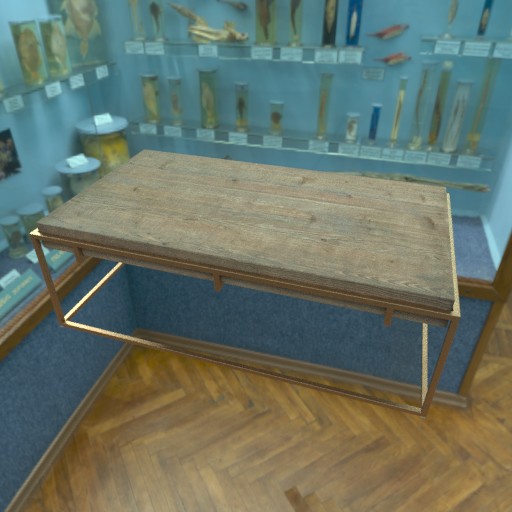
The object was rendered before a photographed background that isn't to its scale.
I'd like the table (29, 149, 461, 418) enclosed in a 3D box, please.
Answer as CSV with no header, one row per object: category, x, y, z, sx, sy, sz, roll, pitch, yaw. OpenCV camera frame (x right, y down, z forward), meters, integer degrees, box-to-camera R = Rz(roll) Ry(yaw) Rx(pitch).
table,0.000,0.000,1.762,1.387,0.468,0.775,10,35,15
